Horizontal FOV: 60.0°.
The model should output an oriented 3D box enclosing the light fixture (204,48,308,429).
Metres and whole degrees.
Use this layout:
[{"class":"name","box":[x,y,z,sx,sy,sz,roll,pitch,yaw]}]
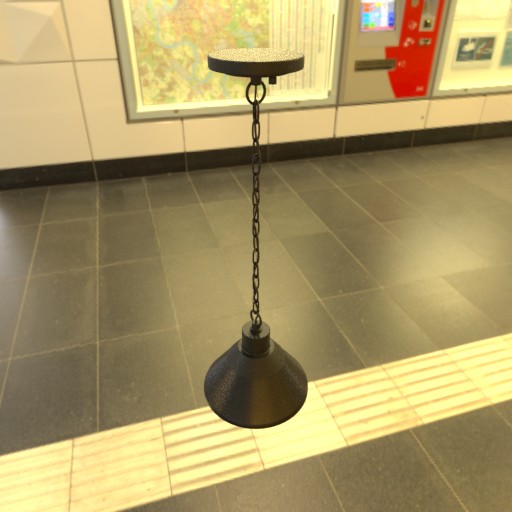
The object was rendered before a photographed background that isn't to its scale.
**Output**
[{"class":"light fixture","box":[0.000,0.000,0.704,0.201,0.588,0.201,-21,38,-30]}]
